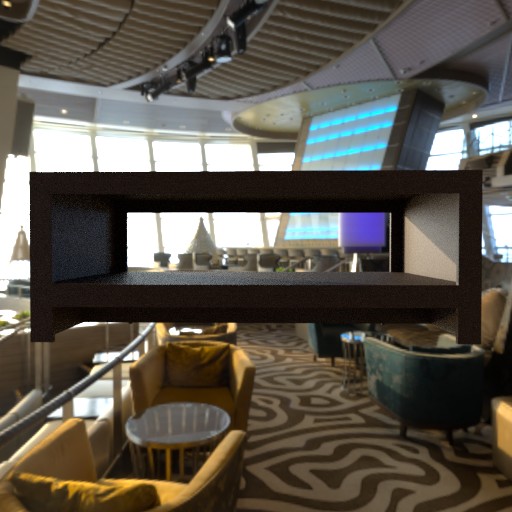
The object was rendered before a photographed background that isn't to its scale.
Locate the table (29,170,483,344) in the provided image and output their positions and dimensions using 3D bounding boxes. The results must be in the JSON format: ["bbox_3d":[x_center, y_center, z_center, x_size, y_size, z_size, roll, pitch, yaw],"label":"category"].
[{"bbox_3d":[0.000,0.000,1.375,1.099,0.424,0.597,0,1,1],"label":"table"}]
